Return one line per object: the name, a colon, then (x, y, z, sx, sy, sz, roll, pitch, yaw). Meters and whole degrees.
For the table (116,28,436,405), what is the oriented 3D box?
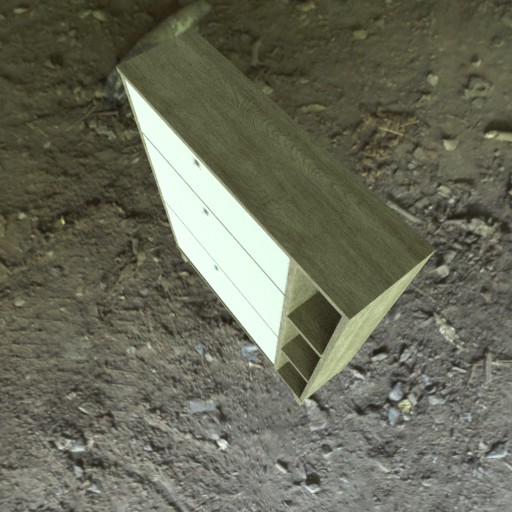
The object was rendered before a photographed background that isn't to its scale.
table: (0.000, 0.000, 1.563, 0.256, 1.135, 0.902, -35, 68, -16)
